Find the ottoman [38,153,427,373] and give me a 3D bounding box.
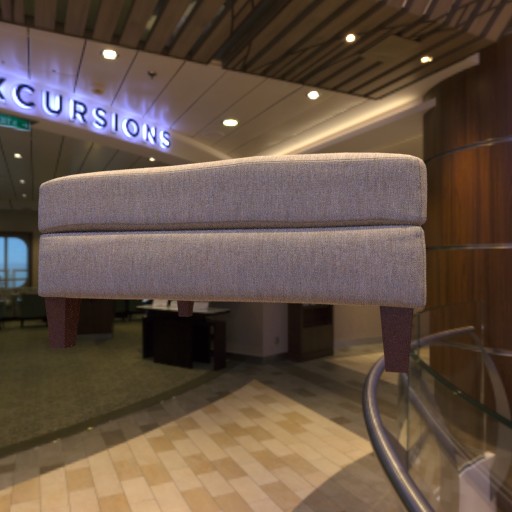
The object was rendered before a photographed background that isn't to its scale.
[{"bbox_3d":[0.000,0.000,1.404,0.976,0.492,0.836,0,-1,17],"label":"ottoman"}]
